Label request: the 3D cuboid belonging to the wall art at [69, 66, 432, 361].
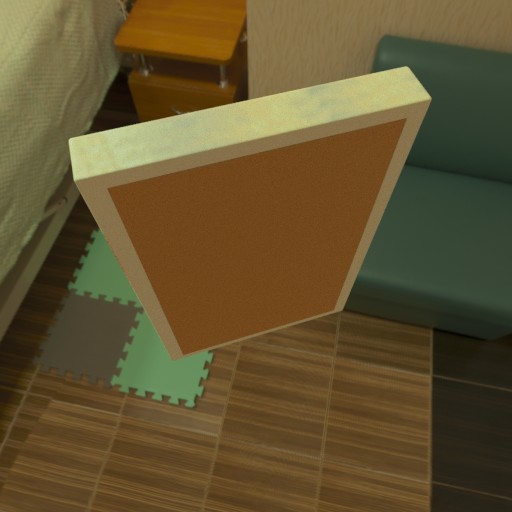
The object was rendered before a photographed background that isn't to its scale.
[{"bbox_3d":[0.000,0.000,0.469,0.251,0.380,0.039,-15,61,-9],"label":"wall art"}]
